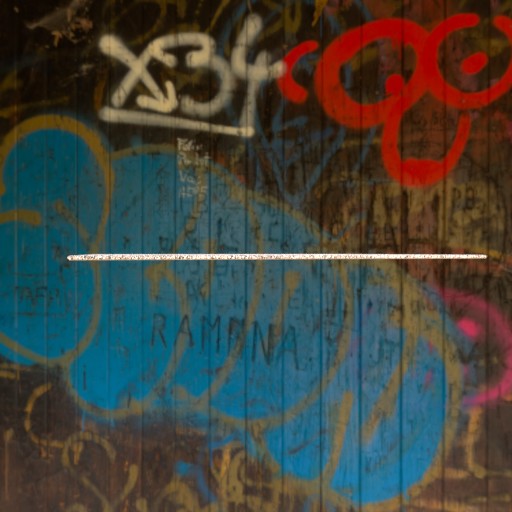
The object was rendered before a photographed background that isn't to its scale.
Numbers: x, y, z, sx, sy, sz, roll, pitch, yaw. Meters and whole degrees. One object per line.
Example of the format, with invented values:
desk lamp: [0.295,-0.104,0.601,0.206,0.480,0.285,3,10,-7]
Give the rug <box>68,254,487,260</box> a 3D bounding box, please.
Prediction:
rug: [0.000,0.000,4.164,3.047,0.029,2.438,0,0,-17]
